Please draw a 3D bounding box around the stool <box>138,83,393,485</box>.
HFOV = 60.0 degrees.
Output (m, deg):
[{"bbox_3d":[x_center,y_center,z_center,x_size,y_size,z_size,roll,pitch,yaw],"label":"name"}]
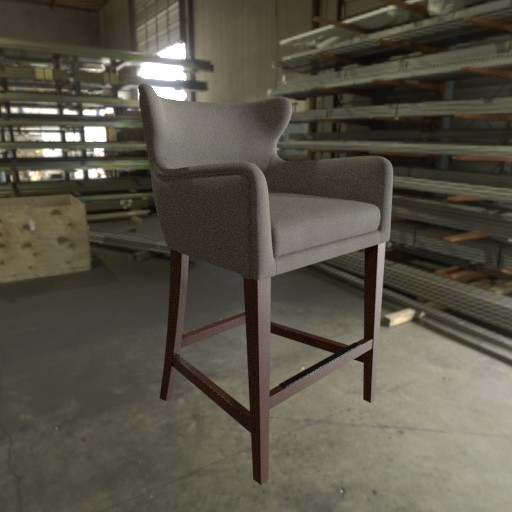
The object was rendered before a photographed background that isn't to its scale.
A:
[{"bbox_3d":[0.000,0.000,1.329,0.575,0.951,0.575,-14,20,-43],"label":"stool"}]
